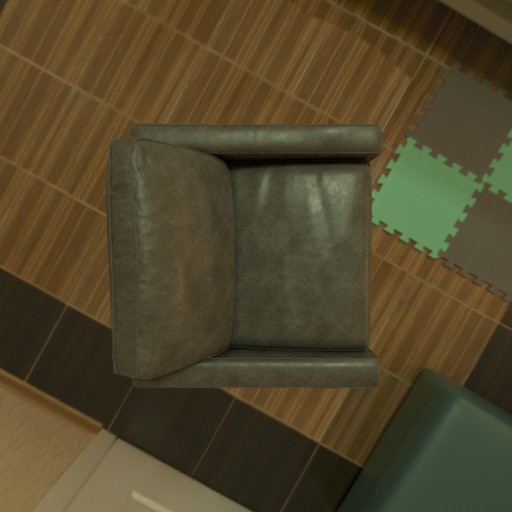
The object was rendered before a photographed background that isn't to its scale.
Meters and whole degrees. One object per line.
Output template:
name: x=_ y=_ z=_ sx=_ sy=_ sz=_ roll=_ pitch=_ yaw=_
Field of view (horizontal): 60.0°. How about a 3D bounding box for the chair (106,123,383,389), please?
chair: x=0.000 y=0.000 z=1.755 sx=0.939 sy=0.916 sz=1.006 roll=0 pitch=92 yaw=0
